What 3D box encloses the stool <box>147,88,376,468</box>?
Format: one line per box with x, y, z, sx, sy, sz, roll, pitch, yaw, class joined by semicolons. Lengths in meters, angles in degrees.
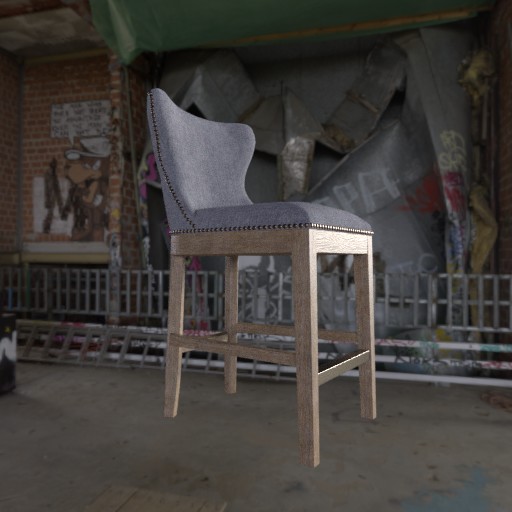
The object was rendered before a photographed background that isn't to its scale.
0.000;0.000;1.355;0.608;0.981;0.498;0;0;35;stool
